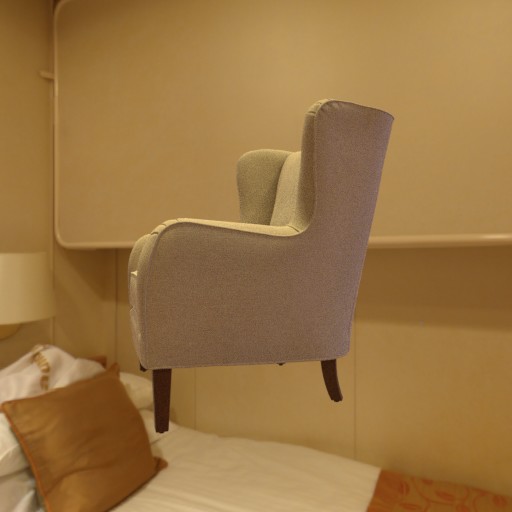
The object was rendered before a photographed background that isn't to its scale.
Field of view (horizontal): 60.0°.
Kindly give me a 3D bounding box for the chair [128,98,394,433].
[{"bbox_3d":[0.000,0.000,1.781,0.966,1.040,0.838,0,0,-18],"label":"chair"}]
